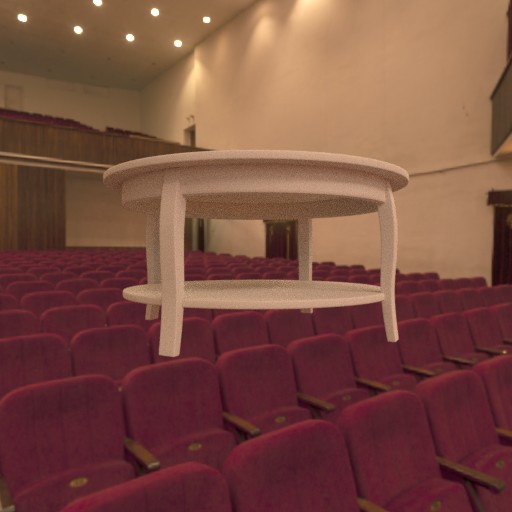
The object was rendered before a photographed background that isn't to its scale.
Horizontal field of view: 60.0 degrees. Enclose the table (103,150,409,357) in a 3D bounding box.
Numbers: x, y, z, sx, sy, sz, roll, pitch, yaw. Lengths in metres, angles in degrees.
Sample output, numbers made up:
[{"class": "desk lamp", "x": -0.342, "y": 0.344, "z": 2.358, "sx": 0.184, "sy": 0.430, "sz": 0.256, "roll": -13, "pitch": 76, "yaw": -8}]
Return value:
[{"class": "table", "x": 0.000, "y": 0.000, "z": 1.397, "sx": 0.910, "sy": 0.457, "sz": 0.910, "roll": 0, "pitch": 0, "yaw": 0}]
